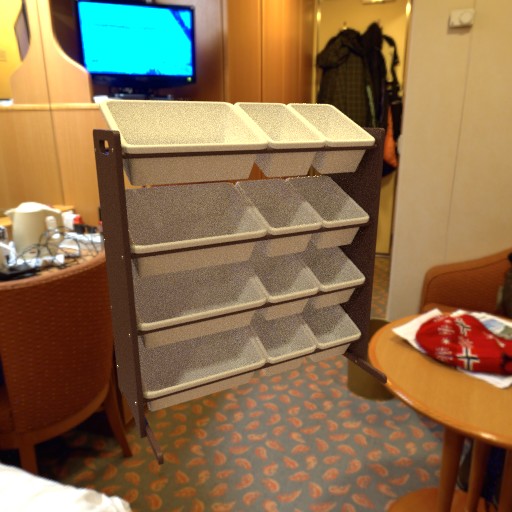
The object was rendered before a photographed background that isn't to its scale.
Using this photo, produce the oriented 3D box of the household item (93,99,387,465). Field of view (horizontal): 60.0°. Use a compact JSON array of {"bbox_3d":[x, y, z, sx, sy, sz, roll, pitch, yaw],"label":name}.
[{"bbox_3d":[0.000,0.000,1.300,0.787,0.864,0.389,-9,19,-27],"label":"household item"}]
